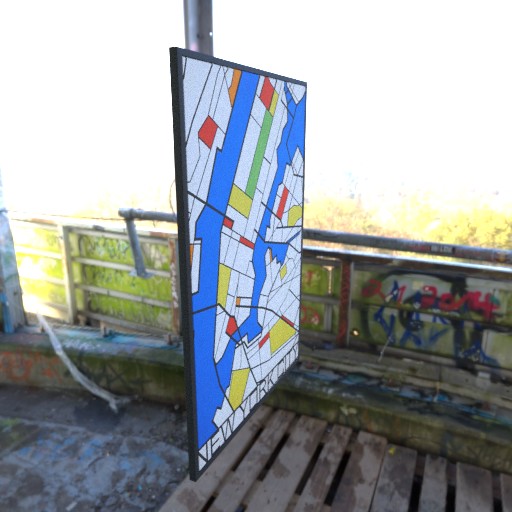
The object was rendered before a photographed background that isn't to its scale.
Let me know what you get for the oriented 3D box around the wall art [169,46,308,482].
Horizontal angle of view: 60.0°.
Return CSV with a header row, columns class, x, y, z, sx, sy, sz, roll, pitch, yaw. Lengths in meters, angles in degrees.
class,x,y,z,sx,sy,sz,roll,pitch,yaw
wall art,0.000,0.000,0.843,0.013,0.660,0.460,8,17,26
